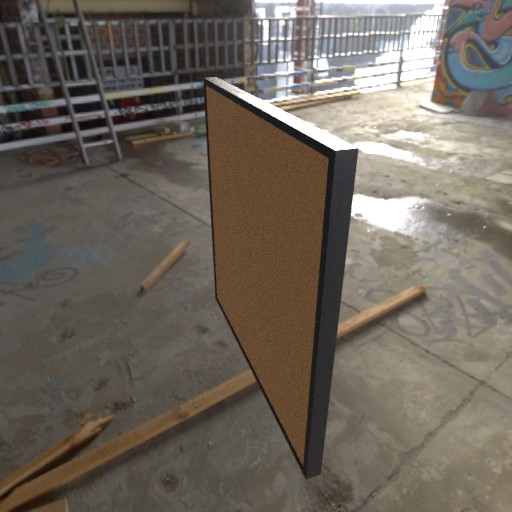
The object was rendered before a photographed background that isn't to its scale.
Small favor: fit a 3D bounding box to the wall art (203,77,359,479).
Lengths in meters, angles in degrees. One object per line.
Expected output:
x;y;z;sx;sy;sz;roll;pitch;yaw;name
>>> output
0.000;0.000;1.140;0.039;0.763;0.763;-10;31;-17;wall art
